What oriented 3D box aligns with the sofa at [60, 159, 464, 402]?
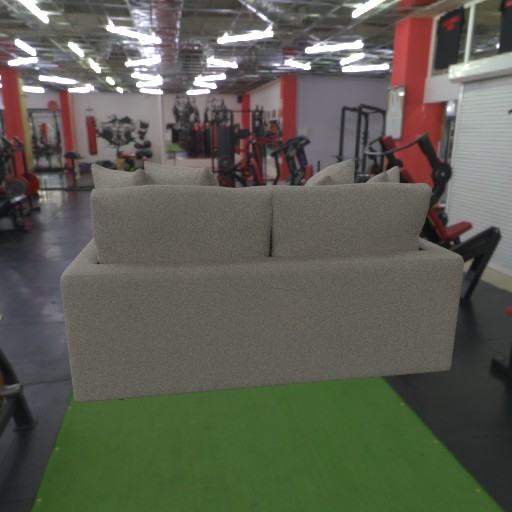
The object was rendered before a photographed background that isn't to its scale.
[{"bbox_3d":[0.000,0.000,2.584,1.869,1.080,1.228,-2,15,-9],"label":"sofa"}]
